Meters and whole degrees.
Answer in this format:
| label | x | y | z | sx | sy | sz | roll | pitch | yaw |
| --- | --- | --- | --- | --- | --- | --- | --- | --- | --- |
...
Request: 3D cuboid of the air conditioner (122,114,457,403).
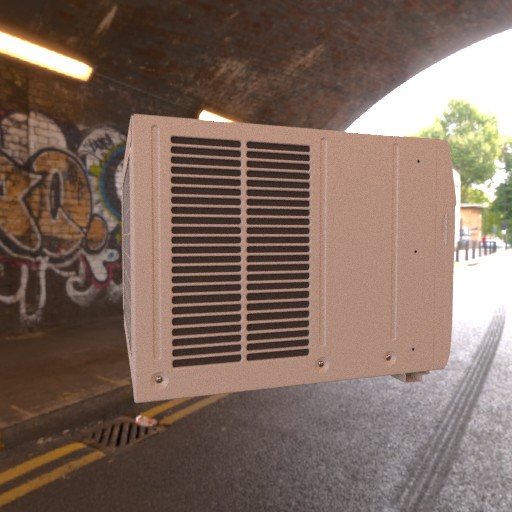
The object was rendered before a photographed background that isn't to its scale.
| label | x | y | z | sx | sy | sz | roll | pitch | yaw |
| --- | --- | --- | --- | --- | --- | --- | --- | --- | --- |
| air conditioner | 0.000 | 0.000 | 1.060 | 0.599 | 0.455 | 0.645 | -1 | 2 | -18 |
